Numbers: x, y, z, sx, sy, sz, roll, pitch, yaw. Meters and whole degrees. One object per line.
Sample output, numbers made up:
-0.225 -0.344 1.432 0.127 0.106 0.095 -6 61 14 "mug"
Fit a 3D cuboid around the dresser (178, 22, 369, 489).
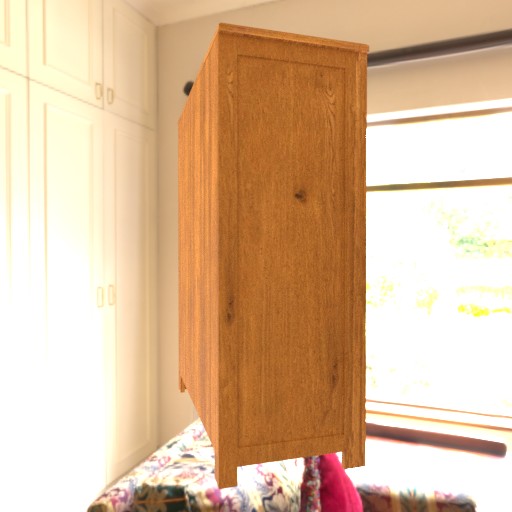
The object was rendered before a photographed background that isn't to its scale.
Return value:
0.000 0.000 1.944 0.558 1.431 1.081 0 1 -16 "dresser"
